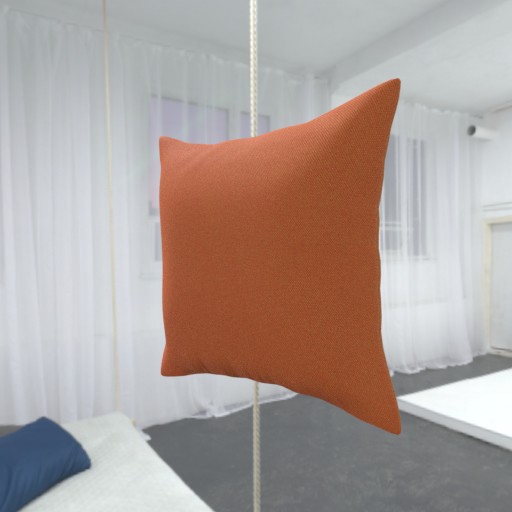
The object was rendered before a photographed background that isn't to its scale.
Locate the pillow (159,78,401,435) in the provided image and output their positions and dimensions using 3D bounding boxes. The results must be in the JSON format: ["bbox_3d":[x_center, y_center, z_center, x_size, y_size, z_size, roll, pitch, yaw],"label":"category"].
[{"bbox_3d":[0.000,0.000,0.687,0.453,0.444,0.169,0,0,38],"label":"pillow"}]
